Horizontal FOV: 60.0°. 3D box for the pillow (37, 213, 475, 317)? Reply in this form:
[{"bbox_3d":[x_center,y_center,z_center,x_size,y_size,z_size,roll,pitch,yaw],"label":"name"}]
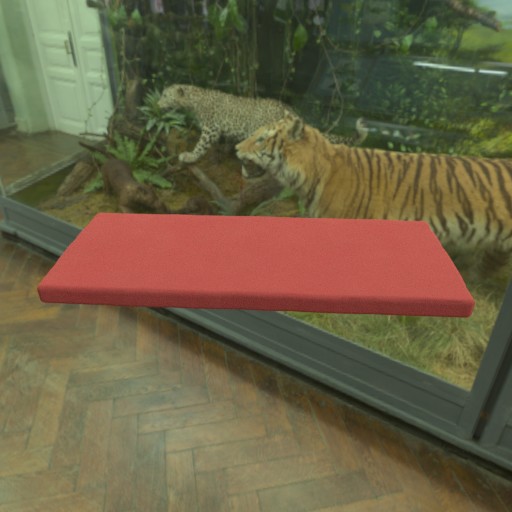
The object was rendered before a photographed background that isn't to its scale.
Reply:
[{"bbox_3d":[0.000,0.000,1.363,1.187,0.081,0.492,2,32,3],"label":"pillow"}]
